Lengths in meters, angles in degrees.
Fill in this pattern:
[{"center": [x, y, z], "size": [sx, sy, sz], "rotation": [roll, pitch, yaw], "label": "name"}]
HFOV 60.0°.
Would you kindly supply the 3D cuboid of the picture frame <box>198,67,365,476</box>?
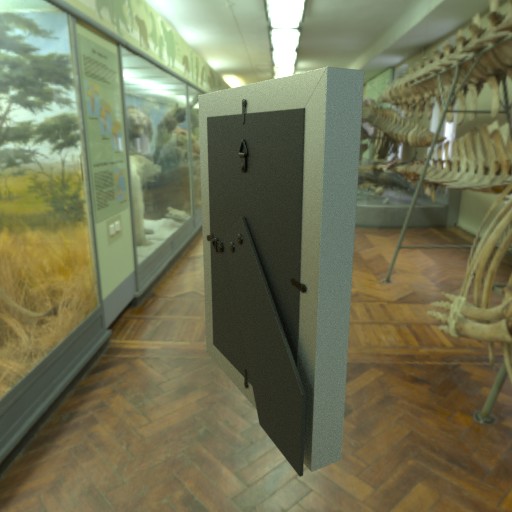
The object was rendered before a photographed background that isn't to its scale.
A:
[{"center": [0.000, 0.000, 0.287], "size": [0.028, 0.208, 0.157], "rotation": [-8, 17, -27], "label": "picture frame"}]
